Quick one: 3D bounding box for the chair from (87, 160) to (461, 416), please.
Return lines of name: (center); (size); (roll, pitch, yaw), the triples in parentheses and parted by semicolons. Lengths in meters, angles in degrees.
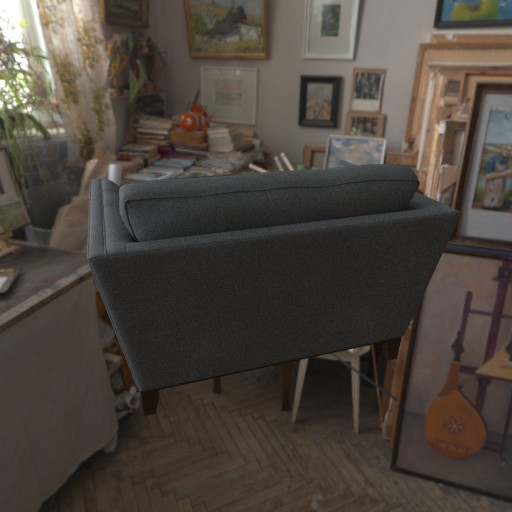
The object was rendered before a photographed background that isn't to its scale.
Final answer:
chair: (0.000, 0.000, 2.079); (1.396, 0.942, 0.965); (-8, 26, -17)
